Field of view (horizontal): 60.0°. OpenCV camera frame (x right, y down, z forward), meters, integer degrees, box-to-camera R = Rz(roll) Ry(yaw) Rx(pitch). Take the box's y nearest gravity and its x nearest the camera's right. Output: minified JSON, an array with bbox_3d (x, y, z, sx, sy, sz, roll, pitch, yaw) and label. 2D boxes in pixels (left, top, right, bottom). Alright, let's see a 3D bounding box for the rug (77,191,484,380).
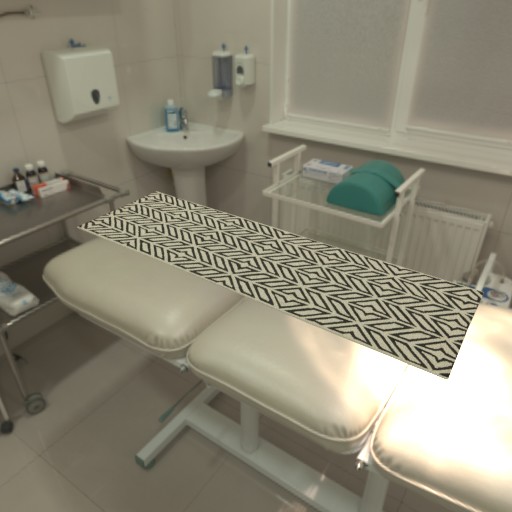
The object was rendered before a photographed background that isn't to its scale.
[{"bbox_3d":[0.000,0.000,2.687,2.435,0.009,0.750,19,36,29],"label":"rug"}]
